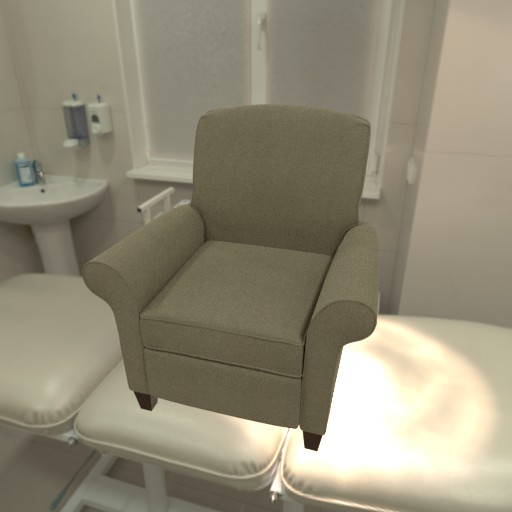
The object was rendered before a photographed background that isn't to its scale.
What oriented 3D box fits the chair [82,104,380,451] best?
[{"bbox_3d":[0.000,0.000,1.780,0.978,1.061,0.905,8,27,15],"label":"chair"}]
